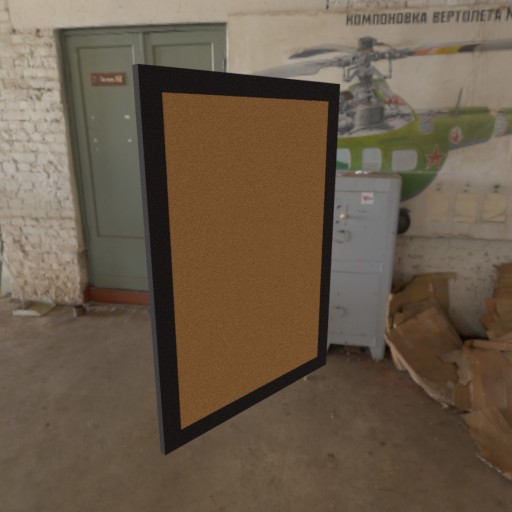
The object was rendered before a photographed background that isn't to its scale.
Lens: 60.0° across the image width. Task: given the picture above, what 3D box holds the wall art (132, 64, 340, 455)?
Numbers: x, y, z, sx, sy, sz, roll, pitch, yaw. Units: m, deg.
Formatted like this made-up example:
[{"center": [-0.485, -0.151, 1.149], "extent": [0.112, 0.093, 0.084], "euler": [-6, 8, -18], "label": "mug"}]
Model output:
[{"center": [0.000, 0.000, 0.707], "extent": [0.380, 0.534, 0.013], "euler": [-15, 22, -41], "label": "wall art"}]
